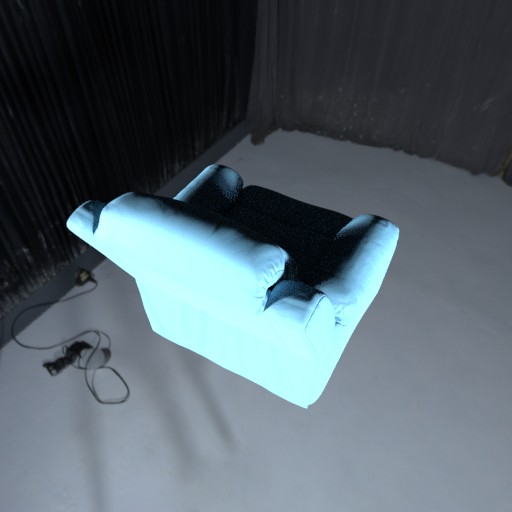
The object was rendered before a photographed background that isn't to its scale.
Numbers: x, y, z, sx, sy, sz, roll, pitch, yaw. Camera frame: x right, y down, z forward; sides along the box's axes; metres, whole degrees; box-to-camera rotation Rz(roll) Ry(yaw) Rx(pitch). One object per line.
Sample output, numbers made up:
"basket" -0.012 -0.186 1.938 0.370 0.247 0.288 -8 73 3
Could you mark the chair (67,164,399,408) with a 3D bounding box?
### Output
"chair" 0.000 0.000 1.282 0.680 0.702 0.709 22 49 20
